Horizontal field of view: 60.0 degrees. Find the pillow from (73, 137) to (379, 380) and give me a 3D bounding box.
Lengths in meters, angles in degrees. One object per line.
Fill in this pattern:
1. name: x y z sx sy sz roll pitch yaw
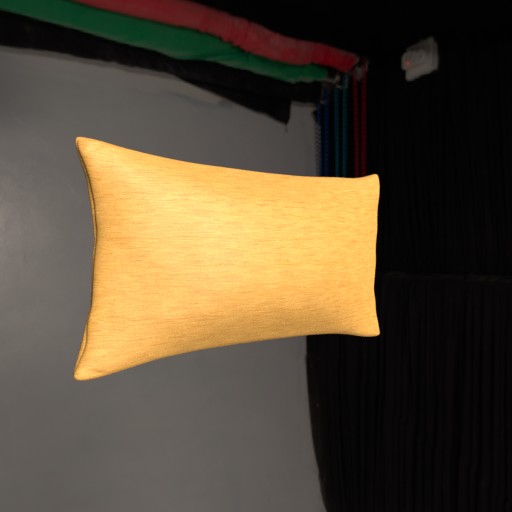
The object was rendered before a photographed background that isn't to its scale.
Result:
1. pillow: 0.000 0.000 0.809 0.634 0.354 0.210 0 1 -33
